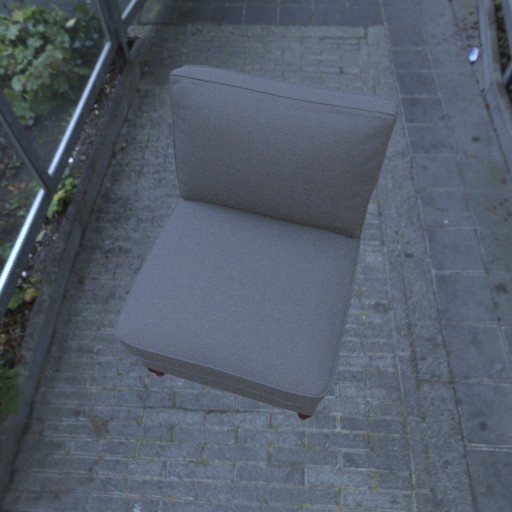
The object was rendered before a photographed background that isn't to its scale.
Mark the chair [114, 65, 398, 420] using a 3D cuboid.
[{"bbox_3d":[0.000,0.000,1.611,0.724,1.045,0.924,14,58,9],"label":"chair"}]
